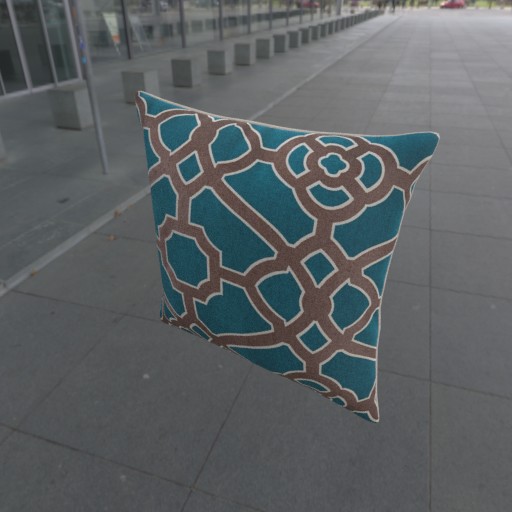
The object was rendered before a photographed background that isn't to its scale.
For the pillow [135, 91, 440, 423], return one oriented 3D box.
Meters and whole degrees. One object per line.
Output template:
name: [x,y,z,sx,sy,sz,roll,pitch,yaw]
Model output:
pillow: [0.000,0.000,0.782,0.526,0.507,0.166,19,35,29]
